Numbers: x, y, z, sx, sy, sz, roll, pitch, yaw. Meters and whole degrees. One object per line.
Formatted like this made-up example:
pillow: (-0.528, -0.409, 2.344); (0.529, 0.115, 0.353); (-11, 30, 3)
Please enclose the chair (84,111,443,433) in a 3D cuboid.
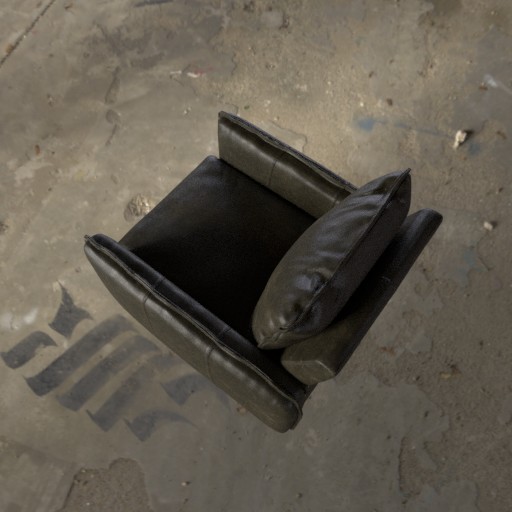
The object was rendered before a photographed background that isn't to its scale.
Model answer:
chair: (0.000, 0.000, 1.590); (0.921, 0.921, 0.830); (34, 68, 16)
